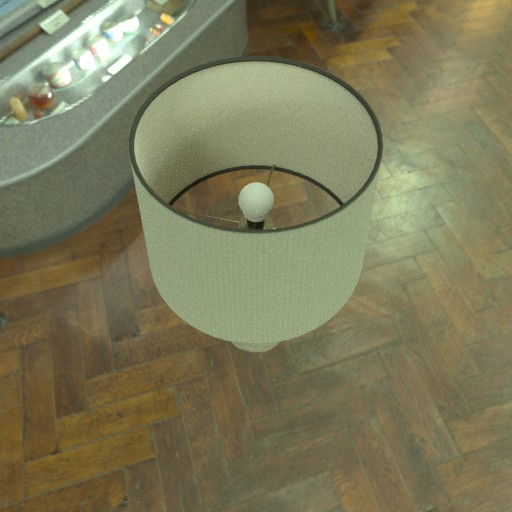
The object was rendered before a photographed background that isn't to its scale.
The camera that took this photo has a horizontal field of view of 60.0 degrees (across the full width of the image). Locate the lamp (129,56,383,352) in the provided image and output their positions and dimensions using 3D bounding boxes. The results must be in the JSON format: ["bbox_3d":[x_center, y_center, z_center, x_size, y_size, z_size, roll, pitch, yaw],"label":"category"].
[{"bbox_3d":[0.000,0.000,0.820,0.376,0.594,0.376,0,57,0],"label":"lamp"}]
